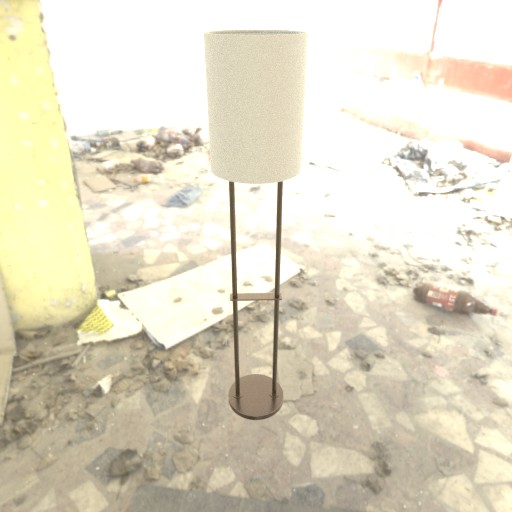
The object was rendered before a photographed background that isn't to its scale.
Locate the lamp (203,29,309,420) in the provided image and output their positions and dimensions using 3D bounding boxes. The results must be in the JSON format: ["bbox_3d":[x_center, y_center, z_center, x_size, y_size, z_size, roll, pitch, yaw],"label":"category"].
[{"bbox_3d":[0.000,0.000,1.659,0.306,1.500,0.305,-1,30,-1],"label":"lamp"}]
